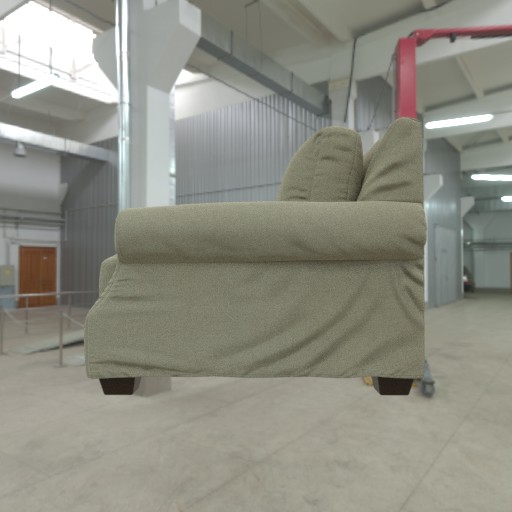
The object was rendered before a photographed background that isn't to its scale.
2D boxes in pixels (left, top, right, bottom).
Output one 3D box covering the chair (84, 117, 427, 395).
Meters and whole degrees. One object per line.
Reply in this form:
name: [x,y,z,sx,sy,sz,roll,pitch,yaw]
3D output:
chair: [0.000,0.000,1.731,1.066,0.866,0.940,0,-1,0]
